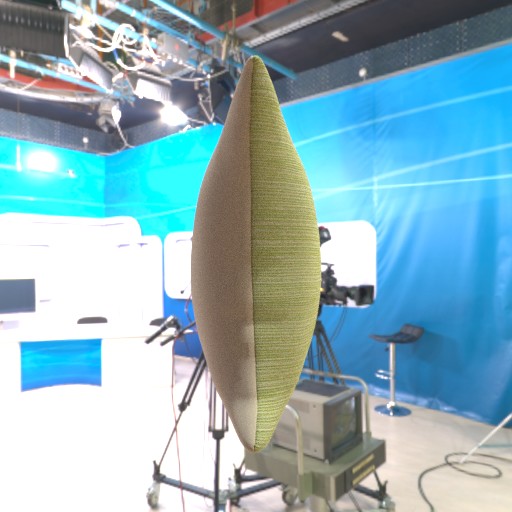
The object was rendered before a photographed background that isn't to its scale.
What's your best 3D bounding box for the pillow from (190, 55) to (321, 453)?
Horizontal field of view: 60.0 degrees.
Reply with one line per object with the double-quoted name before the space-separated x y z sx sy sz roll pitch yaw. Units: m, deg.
"pillow" 0.000 0.000 0.803 0.229 0.487 0.560 0 0 0
